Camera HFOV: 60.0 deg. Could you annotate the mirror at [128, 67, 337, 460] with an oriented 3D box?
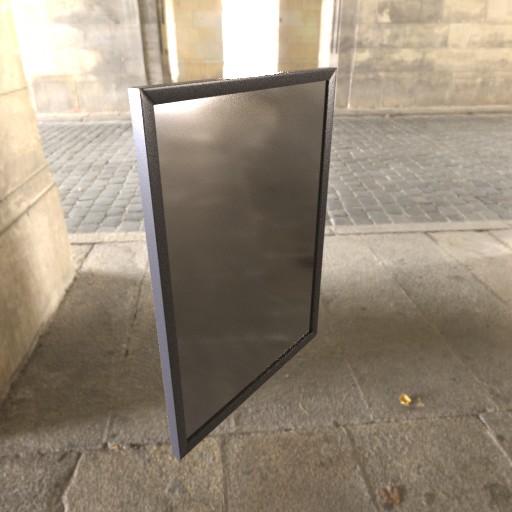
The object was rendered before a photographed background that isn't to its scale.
[{"bbox_3d":[0.000,0.000,1.340,0.040,1.016,0.762,19,32,34],"label":"mirror"}]
